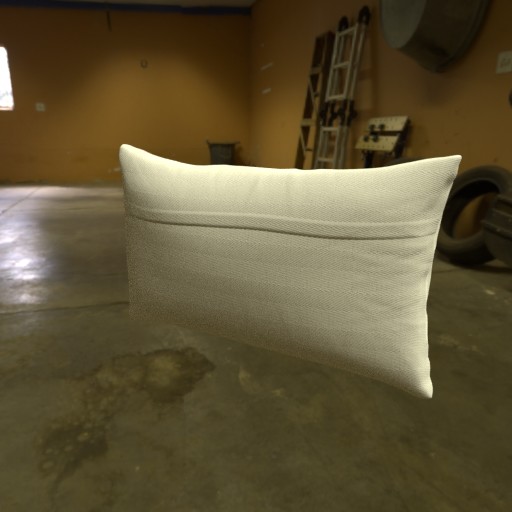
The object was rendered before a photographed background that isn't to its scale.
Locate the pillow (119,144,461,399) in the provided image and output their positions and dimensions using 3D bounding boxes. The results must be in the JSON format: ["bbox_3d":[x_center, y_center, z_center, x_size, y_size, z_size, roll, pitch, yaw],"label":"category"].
[{"bbox_3d":[0.000,0.000,0.634,0.506,0.305,0.139,8,17,28],"label":"pillow"}]
